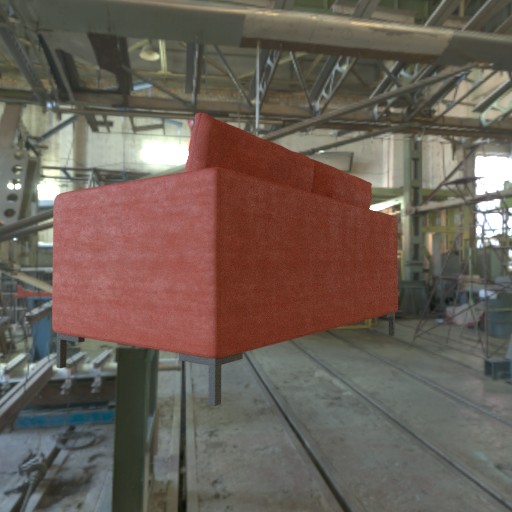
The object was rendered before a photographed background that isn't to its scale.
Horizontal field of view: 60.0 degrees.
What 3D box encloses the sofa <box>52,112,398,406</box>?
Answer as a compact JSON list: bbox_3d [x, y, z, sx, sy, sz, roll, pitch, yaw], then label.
[{"bbox_3d":[0.000,0.000,2.097,0.864,0.896,1.574,0,0,35],"label":"sofa"}]
